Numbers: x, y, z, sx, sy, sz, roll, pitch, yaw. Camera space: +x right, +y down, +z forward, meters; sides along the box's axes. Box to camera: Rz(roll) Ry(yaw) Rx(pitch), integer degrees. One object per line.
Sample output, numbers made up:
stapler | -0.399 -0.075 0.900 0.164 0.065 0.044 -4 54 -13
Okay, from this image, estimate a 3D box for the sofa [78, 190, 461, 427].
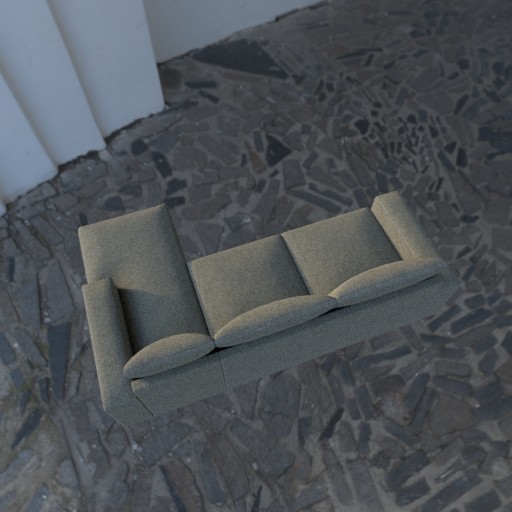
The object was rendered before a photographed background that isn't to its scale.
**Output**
sofa | 0.000 0.000 3.636 2.718 0.940 1.689 -17 60 -10
